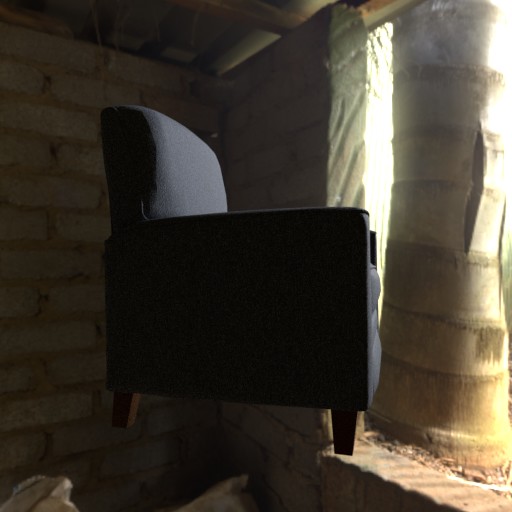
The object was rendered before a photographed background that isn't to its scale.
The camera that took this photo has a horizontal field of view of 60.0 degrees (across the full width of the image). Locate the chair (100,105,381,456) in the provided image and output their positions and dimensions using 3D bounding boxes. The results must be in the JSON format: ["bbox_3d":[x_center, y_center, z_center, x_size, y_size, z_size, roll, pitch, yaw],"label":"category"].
[{"bbox_3d":[0.000,0.000,1.571,0.850,1.016,0.839,0,-1,17],"label":"chair"}]
